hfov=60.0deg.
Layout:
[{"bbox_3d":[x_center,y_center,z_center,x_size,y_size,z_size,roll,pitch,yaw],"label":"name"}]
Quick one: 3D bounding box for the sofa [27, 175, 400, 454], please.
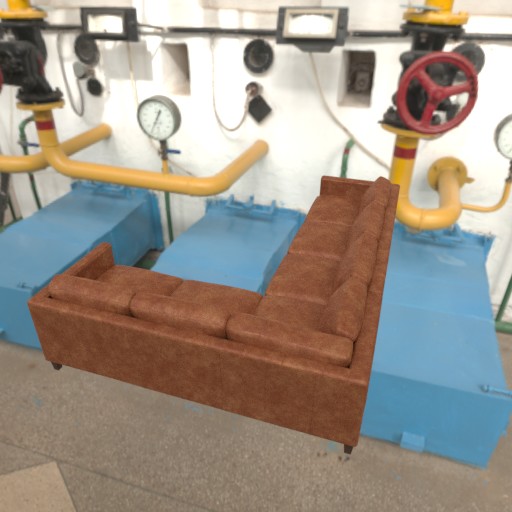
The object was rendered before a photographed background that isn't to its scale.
[{"bbox_3d":[0.000,0.000,4.255,2.438,0.838,3.167,10,33,16],"label":"sofa"}]
